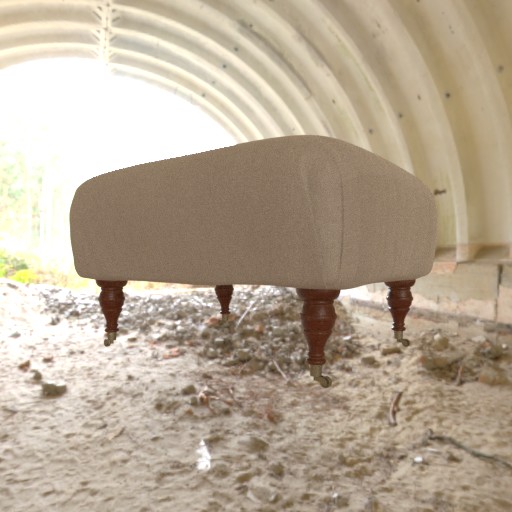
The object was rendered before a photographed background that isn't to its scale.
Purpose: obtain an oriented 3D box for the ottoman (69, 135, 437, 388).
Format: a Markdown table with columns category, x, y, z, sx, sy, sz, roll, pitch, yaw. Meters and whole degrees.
| category | x | y | z | sx | sy | sz | roll | pitch | yaw |
| --- | --- | --- | --- | --- | --- | --- | --- | --- | --- |
| ottoman | 0.000 | 0.000 | 1.092 | 0.746 | 0.450 | 0.622 | 0 | -1 | 36 |
